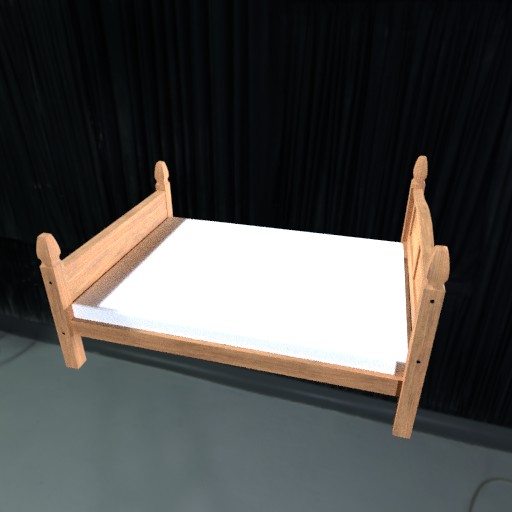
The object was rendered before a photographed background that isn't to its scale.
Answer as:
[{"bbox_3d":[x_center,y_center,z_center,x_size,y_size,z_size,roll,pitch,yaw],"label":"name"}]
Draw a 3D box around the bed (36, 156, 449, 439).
[{"bbox_3d":[0.000,0.000,2.916,2.069,1.100,1.490,7,29,13],"label":"bed"}]
